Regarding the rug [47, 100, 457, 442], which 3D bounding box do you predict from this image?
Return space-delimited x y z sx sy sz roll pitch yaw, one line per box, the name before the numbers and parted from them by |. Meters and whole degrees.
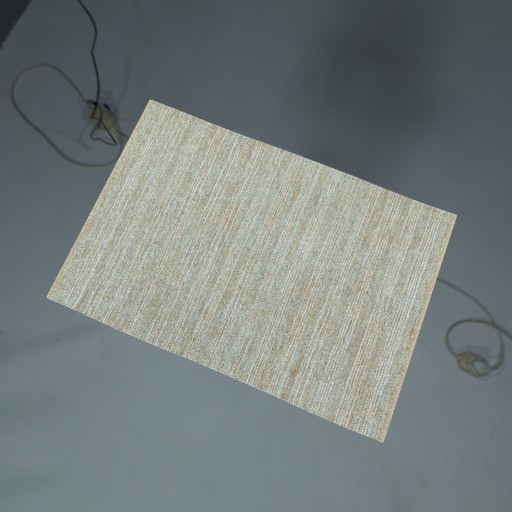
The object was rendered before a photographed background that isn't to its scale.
rug | 0.000 0.000 2.329 1.824 0.010 1.240 22 78 5
